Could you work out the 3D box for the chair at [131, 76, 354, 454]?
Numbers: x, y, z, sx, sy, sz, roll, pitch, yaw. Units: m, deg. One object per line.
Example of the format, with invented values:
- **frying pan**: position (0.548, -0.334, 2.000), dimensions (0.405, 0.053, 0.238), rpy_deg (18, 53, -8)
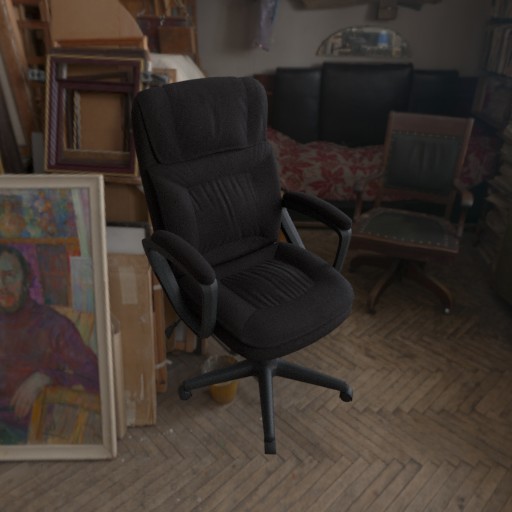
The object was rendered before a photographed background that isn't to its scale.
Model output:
- **chair**: position (0.000, 0.000, 1.565), dimensions (0.667, 1.105, 0.724), rpy_deg (-21, 36, -31)
